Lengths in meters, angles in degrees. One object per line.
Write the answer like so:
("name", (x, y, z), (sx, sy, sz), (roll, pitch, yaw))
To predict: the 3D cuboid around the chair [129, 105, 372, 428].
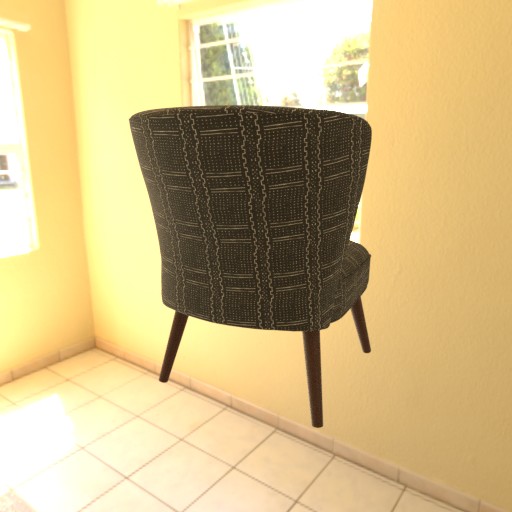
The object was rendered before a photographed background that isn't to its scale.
("chair", (0.000, 0.000, 1.423), (0.710, 0.866, 0.758), (7, 16, 26))
